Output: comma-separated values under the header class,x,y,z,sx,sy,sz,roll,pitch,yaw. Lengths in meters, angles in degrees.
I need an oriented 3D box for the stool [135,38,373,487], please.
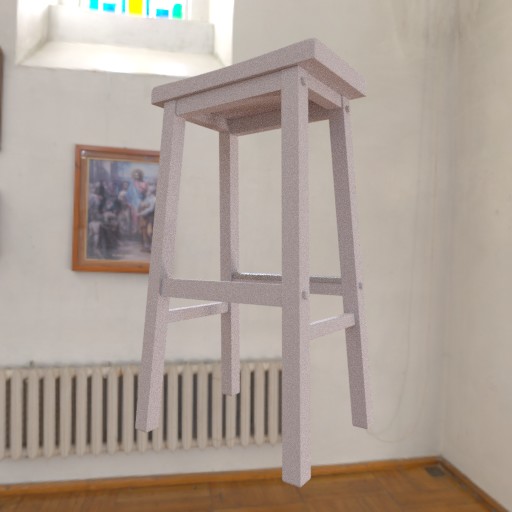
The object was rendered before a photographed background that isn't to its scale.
class,x,y,z,sx,sy,sz,roll,pitch,yaw
stool,0.000,0.000,0.957,0.406,0.742,0.322,1,1,35
